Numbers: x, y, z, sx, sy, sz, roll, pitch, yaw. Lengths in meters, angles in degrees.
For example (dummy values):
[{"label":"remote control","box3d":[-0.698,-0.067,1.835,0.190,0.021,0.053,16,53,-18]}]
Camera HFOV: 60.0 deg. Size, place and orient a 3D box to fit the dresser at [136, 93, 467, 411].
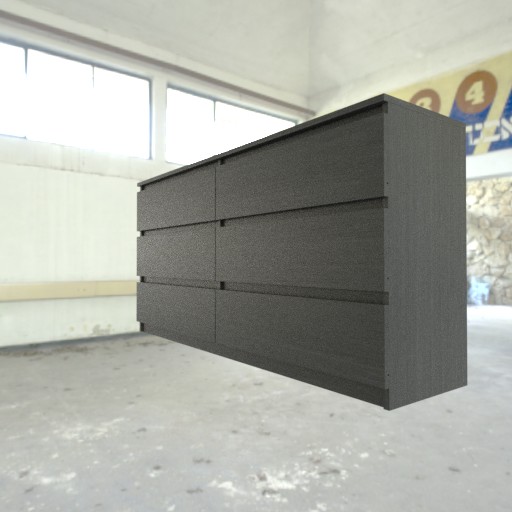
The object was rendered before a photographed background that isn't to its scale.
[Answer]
[{"label":"dresser","box3d":[0.000,0.000,1.857,0.400,0.795,1.590,1,-1,-37]}]
